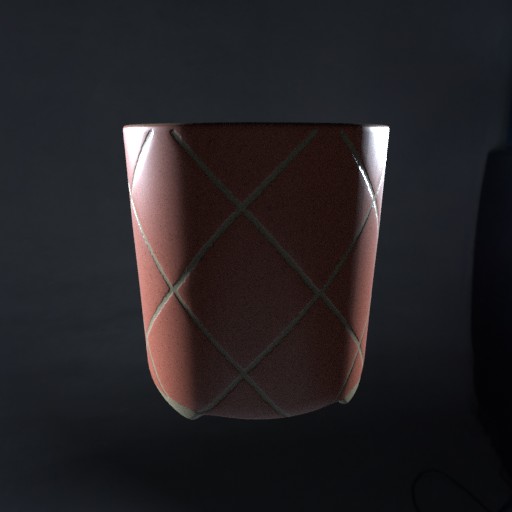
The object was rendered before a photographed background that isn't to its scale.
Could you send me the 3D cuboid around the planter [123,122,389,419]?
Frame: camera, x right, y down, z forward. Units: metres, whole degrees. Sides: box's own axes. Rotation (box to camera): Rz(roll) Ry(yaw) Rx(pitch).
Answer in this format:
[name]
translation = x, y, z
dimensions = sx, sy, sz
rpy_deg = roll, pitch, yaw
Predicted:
[planter]
translation = 0.000, 0.000, 0.356
dimensions = 0.191, 0.200, 0.191
rpy_deg = 0, 15, 0
